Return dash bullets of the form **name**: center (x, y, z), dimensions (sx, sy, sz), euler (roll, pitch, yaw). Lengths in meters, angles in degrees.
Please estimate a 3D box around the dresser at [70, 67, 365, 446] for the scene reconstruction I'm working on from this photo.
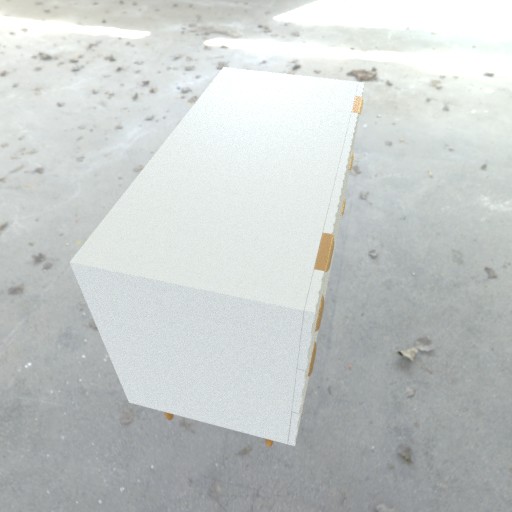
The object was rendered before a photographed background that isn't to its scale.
- **dresser**: center (0.000, 0.000, 1.323), dimensions (0.457, 0.721, 0.905), euler (11, 46, 11)
